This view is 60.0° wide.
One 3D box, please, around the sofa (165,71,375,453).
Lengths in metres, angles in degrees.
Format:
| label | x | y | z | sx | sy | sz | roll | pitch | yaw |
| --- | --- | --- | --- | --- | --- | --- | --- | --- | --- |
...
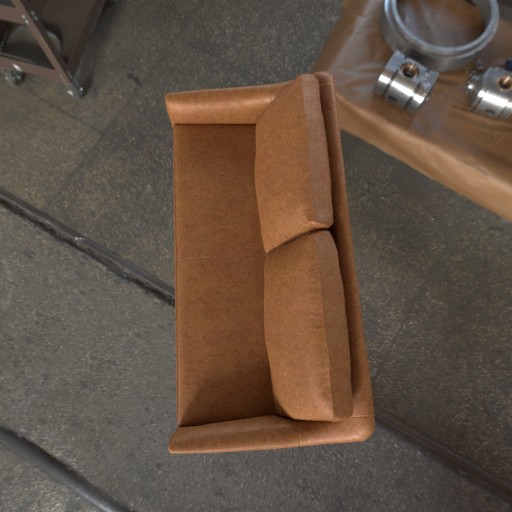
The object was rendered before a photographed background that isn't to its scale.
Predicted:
| label | x | y | z | sx | sy | sz | roll | pitch | yaw |
| --- | --- | --- | --- | --- | --- | --- | --- | --- | --- |
| sofa | 0.000 | 0.000 | 2.544 | 0.981 | 0.945 | 2.036 | -3 | 75 | -1 |
